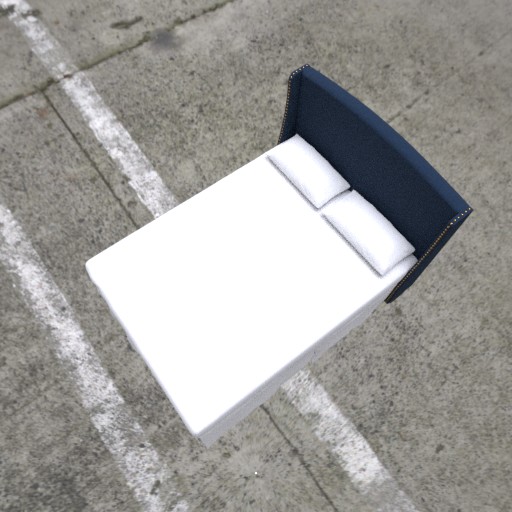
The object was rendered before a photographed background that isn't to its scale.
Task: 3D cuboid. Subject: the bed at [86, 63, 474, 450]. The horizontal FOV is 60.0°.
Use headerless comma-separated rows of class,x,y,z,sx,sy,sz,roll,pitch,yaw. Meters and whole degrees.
bed,0.000,0.000,3.261,2.223,1.402,1.604,-34,69,-15
